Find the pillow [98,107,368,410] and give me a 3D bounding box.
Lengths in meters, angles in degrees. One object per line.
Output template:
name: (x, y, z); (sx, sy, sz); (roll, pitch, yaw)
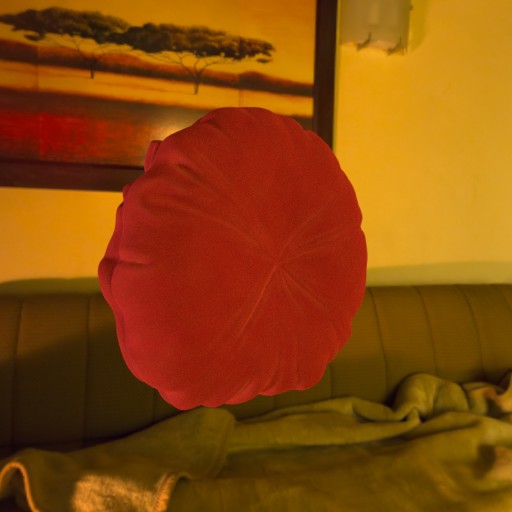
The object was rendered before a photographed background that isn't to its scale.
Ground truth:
pillow: (0.000, 0.000, 0.634); (0.428, 0.407, 0.148); (-2, 3, -37)
